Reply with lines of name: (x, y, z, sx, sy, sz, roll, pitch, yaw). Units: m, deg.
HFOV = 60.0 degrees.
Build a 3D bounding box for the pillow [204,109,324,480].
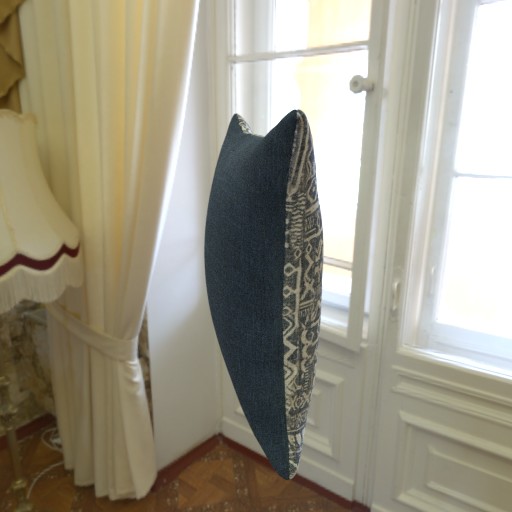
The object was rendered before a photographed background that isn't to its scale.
pillow: (0.000, 0.000, 0.784, 0.180, 0.487, 0.546, -3, 17, -9)
